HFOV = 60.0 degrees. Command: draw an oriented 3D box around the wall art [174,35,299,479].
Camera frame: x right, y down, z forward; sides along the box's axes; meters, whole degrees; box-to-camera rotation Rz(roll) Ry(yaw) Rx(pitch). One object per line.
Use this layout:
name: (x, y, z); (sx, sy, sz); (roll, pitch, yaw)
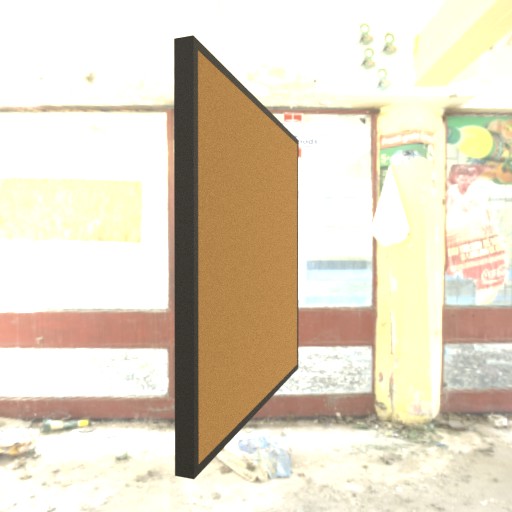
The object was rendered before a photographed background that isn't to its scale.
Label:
wall art: (0.000, 0.000, 1.127); (0.038, 0.763, 0.763); (0, 1, 19)
